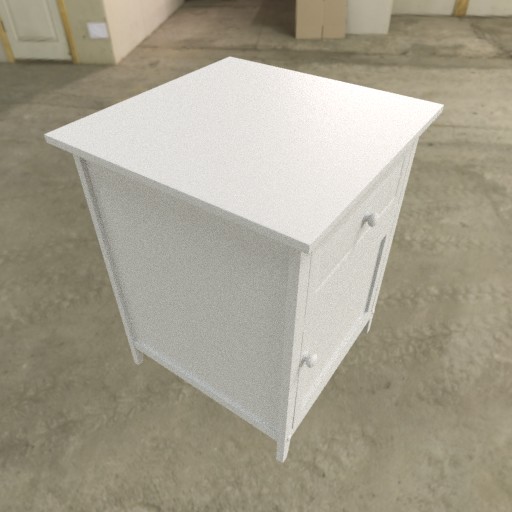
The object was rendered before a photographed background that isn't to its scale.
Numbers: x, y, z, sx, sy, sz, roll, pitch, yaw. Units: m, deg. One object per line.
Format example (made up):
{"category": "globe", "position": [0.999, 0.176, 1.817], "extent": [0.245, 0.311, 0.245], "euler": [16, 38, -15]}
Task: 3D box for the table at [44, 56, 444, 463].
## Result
{"category": "table", "position": [0.000, 0.000, 0.746], "extent": [0.381, 0.483, 0.381], "euler": [25, 46, 26]}
